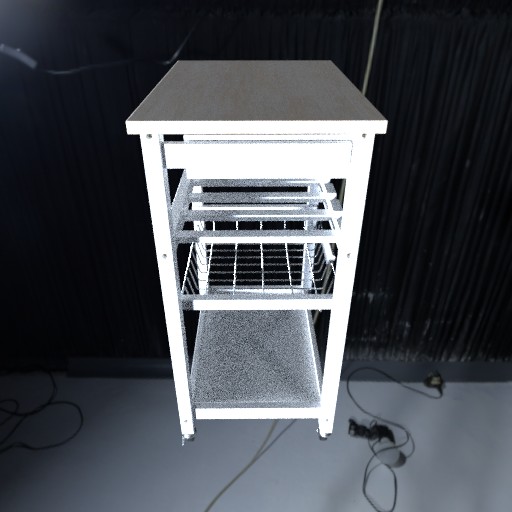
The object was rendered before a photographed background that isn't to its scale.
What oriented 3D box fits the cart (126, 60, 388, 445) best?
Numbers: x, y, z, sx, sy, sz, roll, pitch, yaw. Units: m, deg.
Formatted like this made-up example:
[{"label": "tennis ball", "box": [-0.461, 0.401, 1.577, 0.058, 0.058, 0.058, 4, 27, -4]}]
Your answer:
[{"label": "cart", "box": [0.000, 0.000, 1.156, 0.406, 0.857, 0.578, 0, 32, 0]}]
